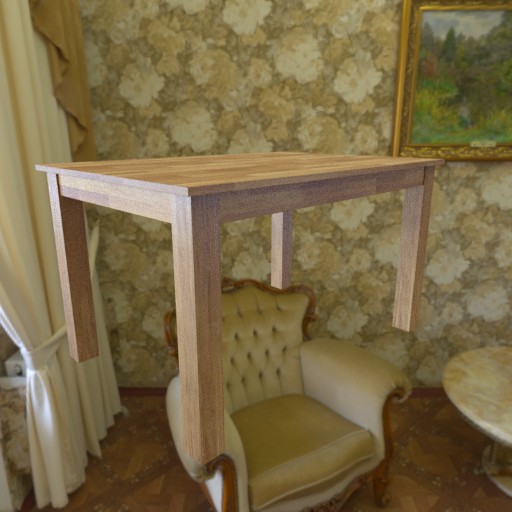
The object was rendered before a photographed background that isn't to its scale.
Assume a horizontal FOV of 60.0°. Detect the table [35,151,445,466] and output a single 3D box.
[{"bbox_3d":[0.000,0.000,1.798,1.300,0.750,0.900,-15,22,-43],"label":"table"}]
